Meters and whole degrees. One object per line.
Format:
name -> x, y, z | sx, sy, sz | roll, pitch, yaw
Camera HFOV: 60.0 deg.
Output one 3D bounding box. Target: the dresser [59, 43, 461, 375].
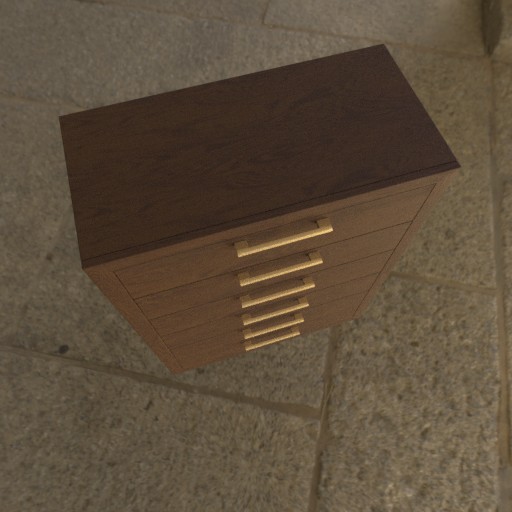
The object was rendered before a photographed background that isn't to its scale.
dresser -> 0.000, 0.000, 1.754 | 0.964, 1.320, 0.516 | -16, 65, -7
